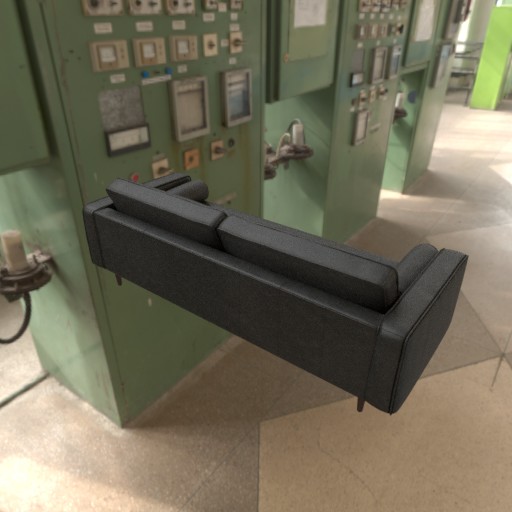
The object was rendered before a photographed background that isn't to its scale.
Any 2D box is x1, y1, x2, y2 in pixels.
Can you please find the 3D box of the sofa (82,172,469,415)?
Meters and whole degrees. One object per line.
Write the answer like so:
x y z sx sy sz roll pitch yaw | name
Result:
0.000 0.000 2.692 2.210 0.762 0.914 21 35 32 | sofa
